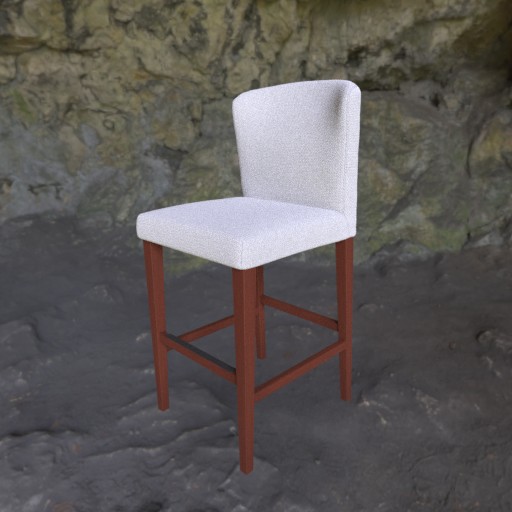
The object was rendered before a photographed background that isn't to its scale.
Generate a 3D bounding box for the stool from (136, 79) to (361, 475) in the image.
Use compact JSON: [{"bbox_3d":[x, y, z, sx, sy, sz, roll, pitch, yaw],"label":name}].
[{"bbox_3d":[0.000,0.000,1.398,0.481,1.069,0.568,15,22,42],"label":"stool"}]
